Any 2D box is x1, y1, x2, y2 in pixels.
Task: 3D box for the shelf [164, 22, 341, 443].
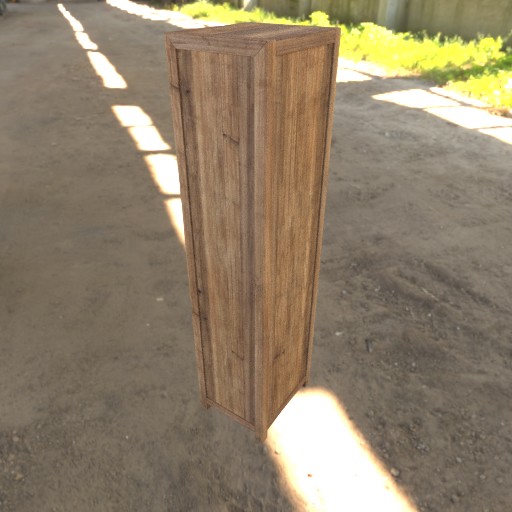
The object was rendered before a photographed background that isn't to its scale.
[{"bbox_3d":[0.000,0.000,2.081,0.428,1.900,0.500,20,37,29],"label":"shelf"}]
